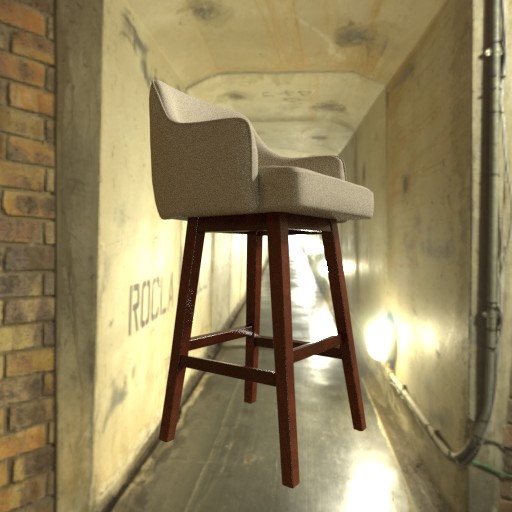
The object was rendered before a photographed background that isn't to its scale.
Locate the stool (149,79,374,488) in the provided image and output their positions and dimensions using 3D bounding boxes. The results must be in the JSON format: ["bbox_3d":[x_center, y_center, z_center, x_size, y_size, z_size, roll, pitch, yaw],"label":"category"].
[{"bbox_3d":[0.000,0.000,1.306,0.560,1.041,0.550,0,1,36],"label":"stool"}]
